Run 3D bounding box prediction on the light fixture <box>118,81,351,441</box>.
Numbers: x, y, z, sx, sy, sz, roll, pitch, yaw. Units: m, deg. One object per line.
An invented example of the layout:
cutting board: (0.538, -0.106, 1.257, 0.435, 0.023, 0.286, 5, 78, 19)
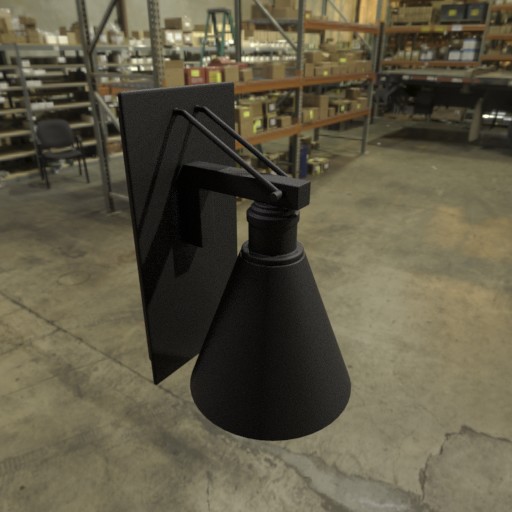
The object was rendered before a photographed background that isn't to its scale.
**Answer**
light fixture: (0.000, 0.000, 0.425, 0.207, 0.298, 0.170, 17, 30, 32)
